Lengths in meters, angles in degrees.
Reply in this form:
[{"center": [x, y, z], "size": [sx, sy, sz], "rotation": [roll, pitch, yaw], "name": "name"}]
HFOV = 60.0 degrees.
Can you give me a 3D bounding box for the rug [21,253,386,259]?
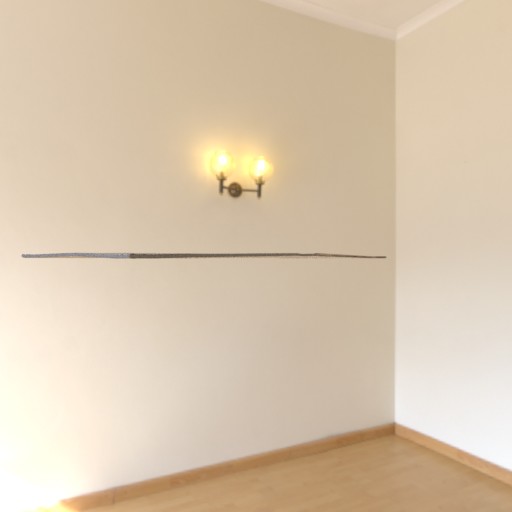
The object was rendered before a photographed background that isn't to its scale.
[{"center": [0.000, 0.000, 2.555], "size": [0.692, 0.032, 2.320], "rotation": [0, 0, 37], "name": "rug"}]
